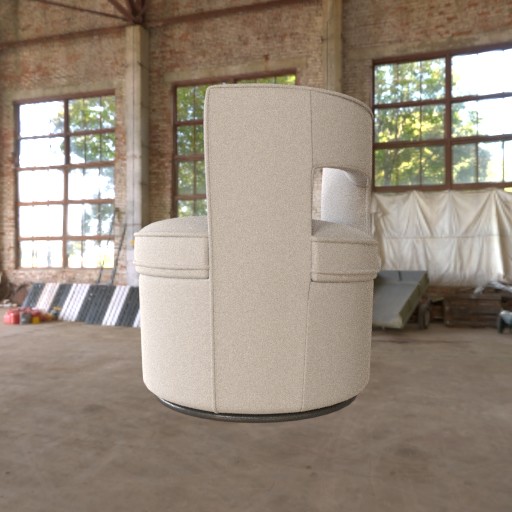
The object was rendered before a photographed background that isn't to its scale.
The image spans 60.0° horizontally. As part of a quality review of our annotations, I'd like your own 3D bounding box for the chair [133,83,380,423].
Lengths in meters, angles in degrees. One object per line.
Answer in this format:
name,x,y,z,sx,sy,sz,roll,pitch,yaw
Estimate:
chair,0.000,0.000,1.226,0.665,0.723,0.650,0,0,35
